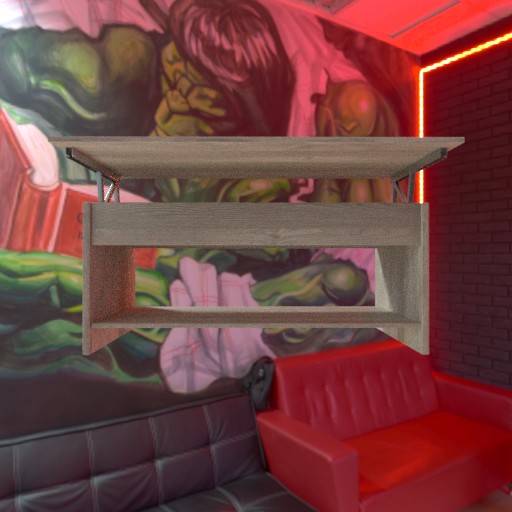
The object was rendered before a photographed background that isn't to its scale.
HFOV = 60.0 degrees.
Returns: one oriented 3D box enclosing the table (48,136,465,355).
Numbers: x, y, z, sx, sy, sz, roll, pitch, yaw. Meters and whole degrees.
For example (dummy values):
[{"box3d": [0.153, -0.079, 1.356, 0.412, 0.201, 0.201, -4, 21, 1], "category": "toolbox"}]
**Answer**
[{"box3d": [0.000, 0.000, 1.417, 1.000, 0.570, 0.712, 0, 0, 0], "category": "table"}]
